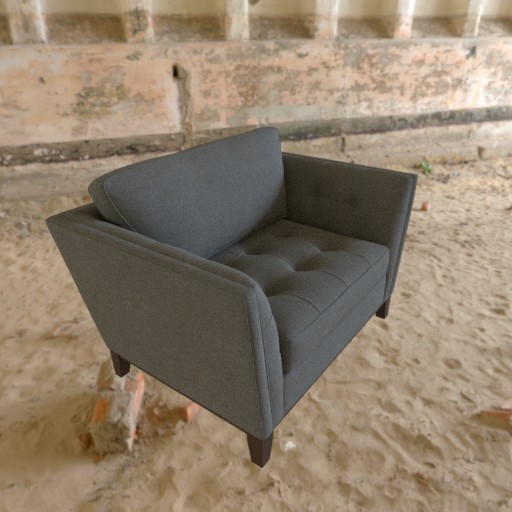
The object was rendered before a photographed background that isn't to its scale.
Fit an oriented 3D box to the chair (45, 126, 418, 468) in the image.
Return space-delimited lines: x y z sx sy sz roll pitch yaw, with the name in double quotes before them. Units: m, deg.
"chair" 0.000 0.000 2.051 0.965 0.942 1.396 18 32 32
